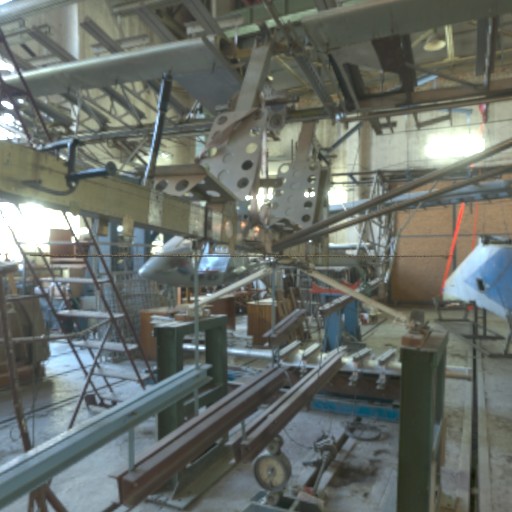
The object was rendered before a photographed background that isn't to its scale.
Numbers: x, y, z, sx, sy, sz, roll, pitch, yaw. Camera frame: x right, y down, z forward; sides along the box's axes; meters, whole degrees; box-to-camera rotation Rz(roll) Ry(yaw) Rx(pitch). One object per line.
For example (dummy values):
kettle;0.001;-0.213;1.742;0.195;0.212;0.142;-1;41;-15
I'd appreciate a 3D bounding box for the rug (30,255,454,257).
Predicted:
rug;0.000;0.000;2.767;2.443;0.009;0.706;0;0;-19
